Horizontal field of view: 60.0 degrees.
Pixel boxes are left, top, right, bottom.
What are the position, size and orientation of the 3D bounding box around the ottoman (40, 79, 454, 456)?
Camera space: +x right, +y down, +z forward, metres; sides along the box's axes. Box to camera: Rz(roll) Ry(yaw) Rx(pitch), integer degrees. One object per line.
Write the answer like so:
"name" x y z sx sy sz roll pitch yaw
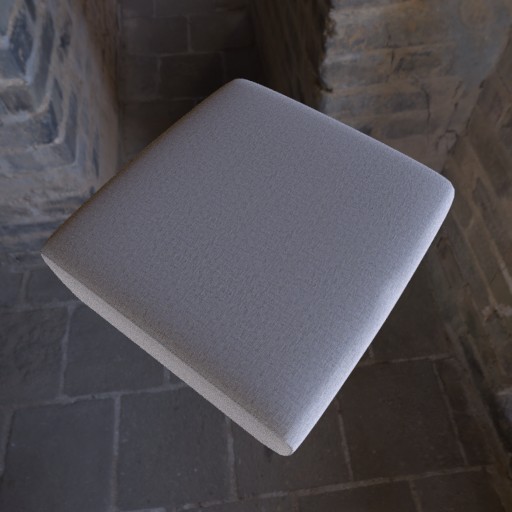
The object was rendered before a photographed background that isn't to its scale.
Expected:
"ottoman" 0.000 0.000 1.054 0.648 0.399 0.655 32 65 17
